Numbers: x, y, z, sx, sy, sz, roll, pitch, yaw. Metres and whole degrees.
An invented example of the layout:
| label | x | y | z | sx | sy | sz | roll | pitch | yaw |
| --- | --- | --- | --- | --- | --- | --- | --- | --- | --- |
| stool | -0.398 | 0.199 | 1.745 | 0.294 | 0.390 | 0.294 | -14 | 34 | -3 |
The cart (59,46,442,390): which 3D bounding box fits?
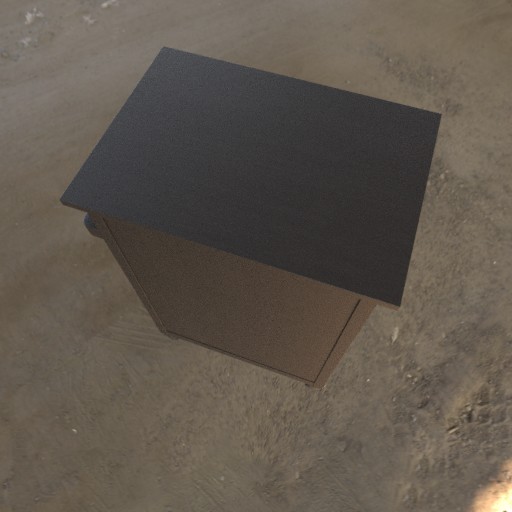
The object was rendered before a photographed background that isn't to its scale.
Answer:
| label | x | y | z | sx | sy | sz | roll | pitch | yaw |
| --- | --- | --- | --- | --- | --- | --- | --- | --- | --- |
| cart | 0.000 | 0.000 | 1.262 | 0.660 | 0.879 | 0.456 | 17 | 64 | 9 |
